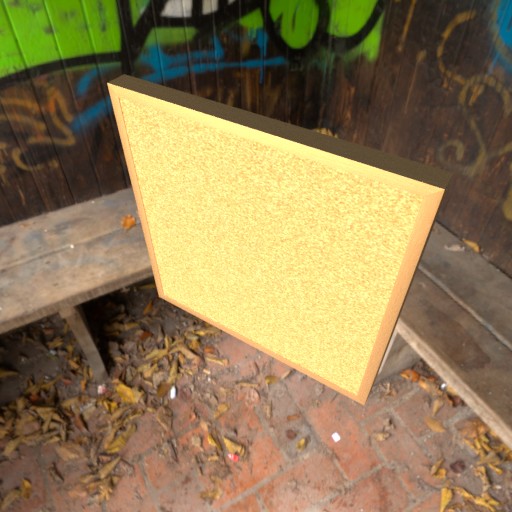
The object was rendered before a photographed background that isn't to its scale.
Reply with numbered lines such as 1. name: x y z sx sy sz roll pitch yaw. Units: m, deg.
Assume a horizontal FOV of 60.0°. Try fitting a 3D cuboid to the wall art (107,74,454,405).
1. wall art: 0.000 0.000 0.771 0.510 0.509 0.037 24 50 22
